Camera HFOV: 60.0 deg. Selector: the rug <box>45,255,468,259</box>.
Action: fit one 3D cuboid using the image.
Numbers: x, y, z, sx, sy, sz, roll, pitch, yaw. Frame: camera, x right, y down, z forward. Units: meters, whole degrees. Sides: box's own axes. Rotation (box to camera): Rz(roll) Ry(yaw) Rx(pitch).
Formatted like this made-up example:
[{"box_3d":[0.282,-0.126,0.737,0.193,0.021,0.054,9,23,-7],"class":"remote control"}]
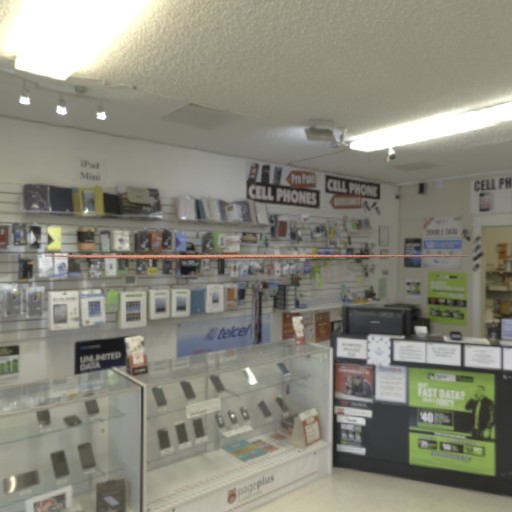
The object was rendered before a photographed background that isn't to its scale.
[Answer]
[{"box_3d":[0.000,0.000,2.744,2.112,0.009,1.594,0,0,-36],"class":"rug"}]
